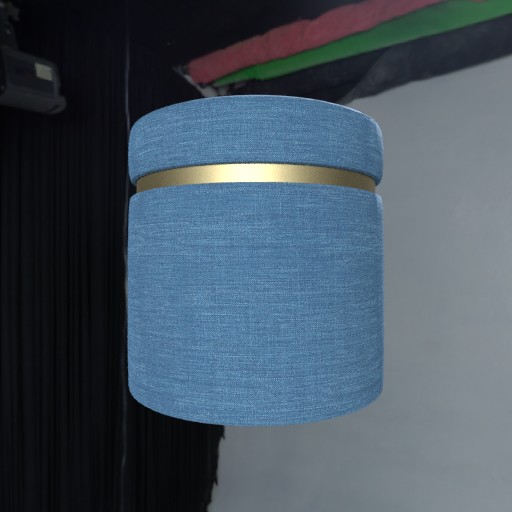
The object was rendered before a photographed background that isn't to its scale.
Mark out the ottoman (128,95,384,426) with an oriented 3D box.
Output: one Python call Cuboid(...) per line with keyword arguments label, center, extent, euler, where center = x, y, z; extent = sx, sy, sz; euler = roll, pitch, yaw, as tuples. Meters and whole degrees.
Cuboid(label="ottoman", center=(0.000, 0.000, 0.716), extent=(0.398, 0.406, 0.398), euler=(0, 0, 0))
